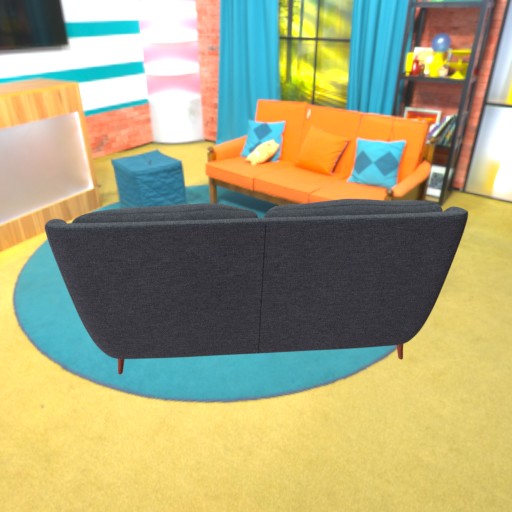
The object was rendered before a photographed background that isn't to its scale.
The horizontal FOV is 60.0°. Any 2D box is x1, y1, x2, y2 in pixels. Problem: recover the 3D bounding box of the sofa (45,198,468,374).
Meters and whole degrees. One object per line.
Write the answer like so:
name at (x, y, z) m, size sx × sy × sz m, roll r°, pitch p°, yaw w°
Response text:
sofa at (0.000, 0.000, 2.460) m, size 1.929 × 0.896 × 0.975 m, roll -2°, pitch 30°, yaw -4°
